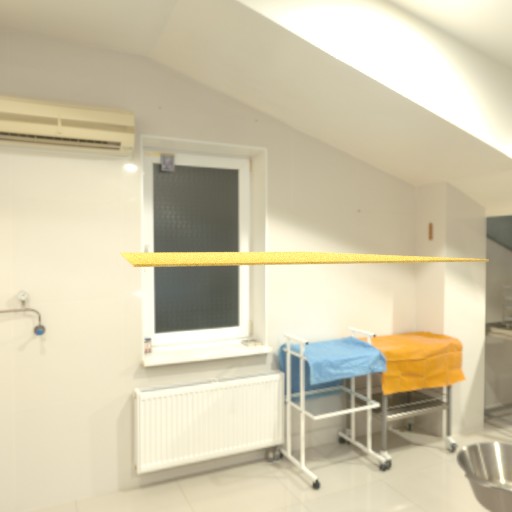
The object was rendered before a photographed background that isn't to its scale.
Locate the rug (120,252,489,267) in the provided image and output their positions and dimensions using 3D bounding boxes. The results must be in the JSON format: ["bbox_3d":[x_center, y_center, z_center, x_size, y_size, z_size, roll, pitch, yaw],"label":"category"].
[{"bbox_3d":[0.000,0.000,4.366,2.486,0.015,3.242,-1,2,-18],"label":"rug"}]
